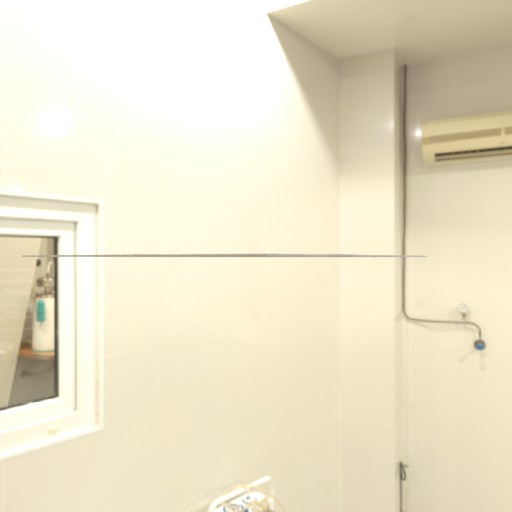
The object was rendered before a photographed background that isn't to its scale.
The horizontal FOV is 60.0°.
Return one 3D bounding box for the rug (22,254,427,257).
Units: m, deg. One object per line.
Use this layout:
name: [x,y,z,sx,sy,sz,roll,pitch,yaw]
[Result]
rug: [0.000,0.000,4.383,2.448,0.020,3.359,0,0,35]
